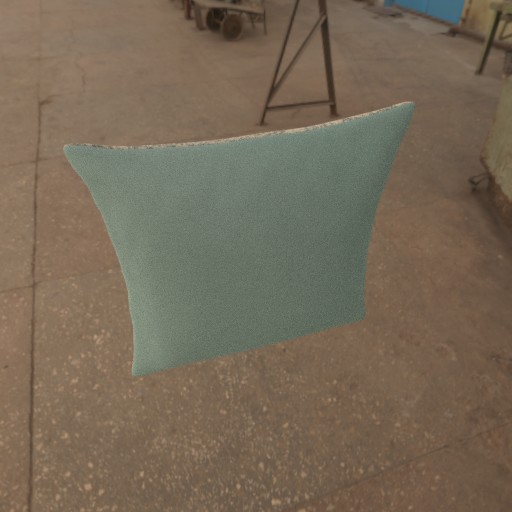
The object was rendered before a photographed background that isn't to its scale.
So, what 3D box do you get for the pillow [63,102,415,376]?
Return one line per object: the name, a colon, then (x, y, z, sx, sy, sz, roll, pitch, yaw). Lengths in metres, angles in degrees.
pillow: (0.000, 0.000, 0.796, 0.526, 0.507, 0.166, -11, 41, -13)
